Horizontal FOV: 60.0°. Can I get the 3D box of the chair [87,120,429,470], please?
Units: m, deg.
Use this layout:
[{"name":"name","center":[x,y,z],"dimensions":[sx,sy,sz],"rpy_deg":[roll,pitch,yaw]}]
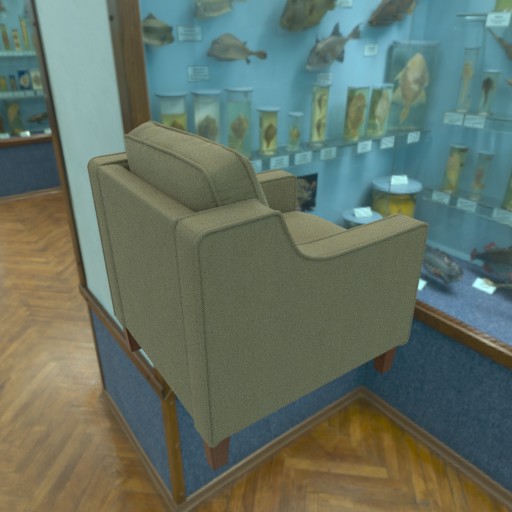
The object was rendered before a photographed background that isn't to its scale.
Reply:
[{"name":"chair","center":[0.000,0.000,1.664],"dimensions":[0.909,0.960,0.831],"rpy_deg":[-17,31,-31]}]
